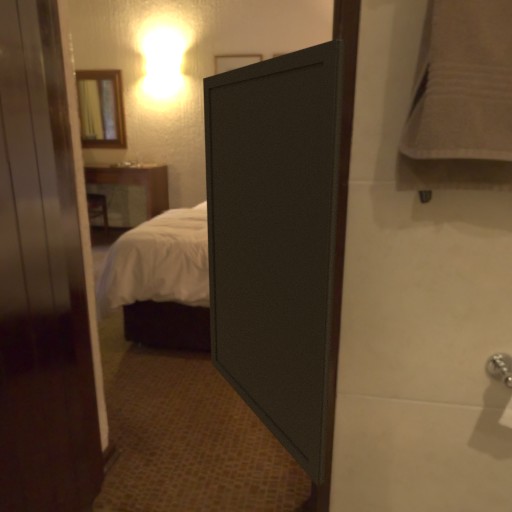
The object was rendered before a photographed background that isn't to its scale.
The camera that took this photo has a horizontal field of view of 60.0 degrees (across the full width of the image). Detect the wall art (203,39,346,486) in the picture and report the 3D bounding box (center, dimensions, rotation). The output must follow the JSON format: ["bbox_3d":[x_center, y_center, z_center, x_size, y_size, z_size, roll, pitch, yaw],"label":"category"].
[{"bbox_3d":[0.000,0.000,0.823,0.012,0.661,0.451,-8,17,-27],"label":"wall art"}]
